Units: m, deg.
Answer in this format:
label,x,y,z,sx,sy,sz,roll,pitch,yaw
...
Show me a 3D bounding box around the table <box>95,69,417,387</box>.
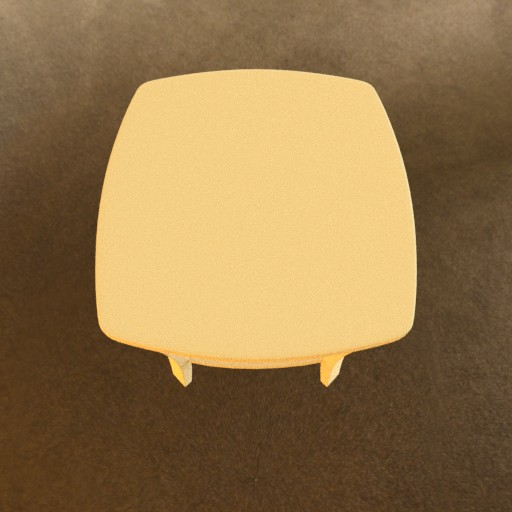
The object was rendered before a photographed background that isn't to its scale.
label,x,y,z,sx,sy,sz,roll,pitch,yaw
table,0.000,0.000,0.846,0.451,0.438,0.502,0,63,0
